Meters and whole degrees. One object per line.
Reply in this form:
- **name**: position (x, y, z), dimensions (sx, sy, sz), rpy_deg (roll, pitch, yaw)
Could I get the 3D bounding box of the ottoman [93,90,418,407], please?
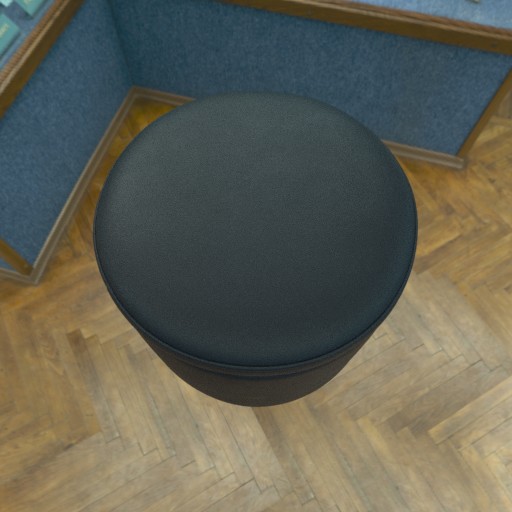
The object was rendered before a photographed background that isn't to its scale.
- **ottoman**: position (0.000, 0.000, 0.835), dimensions (0.501, 0.409, 0.501), rpy_deg (0, 64, 0)
